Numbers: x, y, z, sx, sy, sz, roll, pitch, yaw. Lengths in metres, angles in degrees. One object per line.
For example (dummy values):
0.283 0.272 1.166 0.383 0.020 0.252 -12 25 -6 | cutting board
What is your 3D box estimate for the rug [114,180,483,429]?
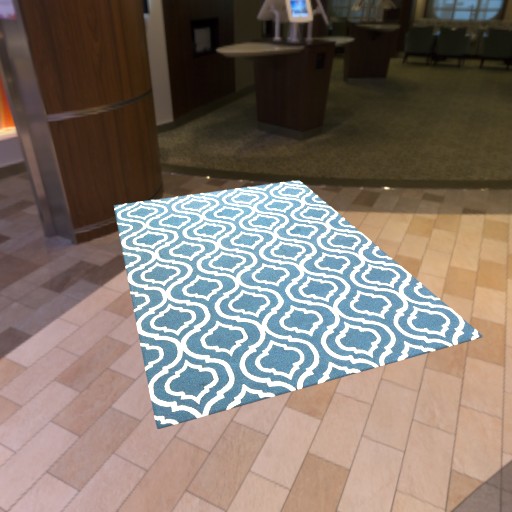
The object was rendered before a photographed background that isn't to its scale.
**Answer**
0.000 0.000 4.328 2.438 0.010 3.353 -10 33 -17 | rug
